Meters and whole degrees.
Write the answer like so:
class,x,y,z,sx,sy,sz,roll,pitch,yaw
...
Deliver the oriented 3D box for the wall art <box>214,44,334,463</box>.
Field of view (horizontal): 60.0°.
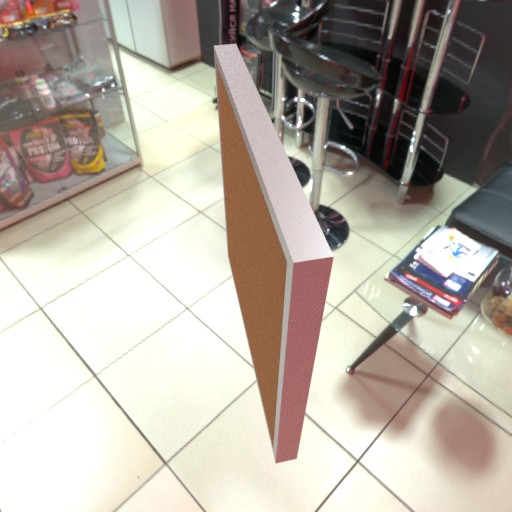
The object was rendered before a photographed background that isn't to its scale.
class,x,y,z,sx,sy,sz,roll,pitch,yaw
wall art,0.000,0.000,0.753,0.038,0.506,0.506,-9,47,-8
